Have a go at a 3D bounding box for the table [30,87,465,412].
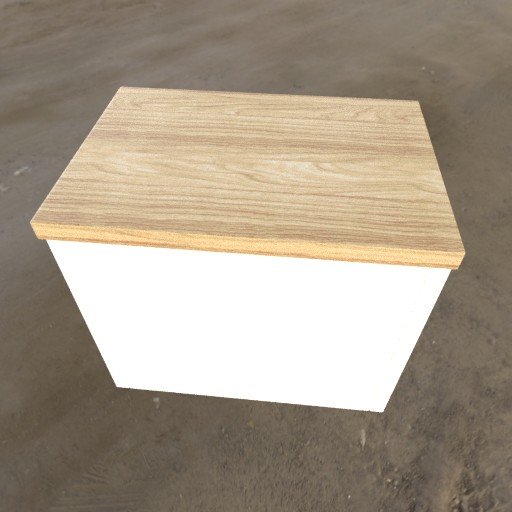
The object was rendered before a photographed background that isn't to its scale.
[{"bbox_3d":[0.000,0.000,0.785,0.500,0.440,0.360,4,47,4],"label":"table"}]
